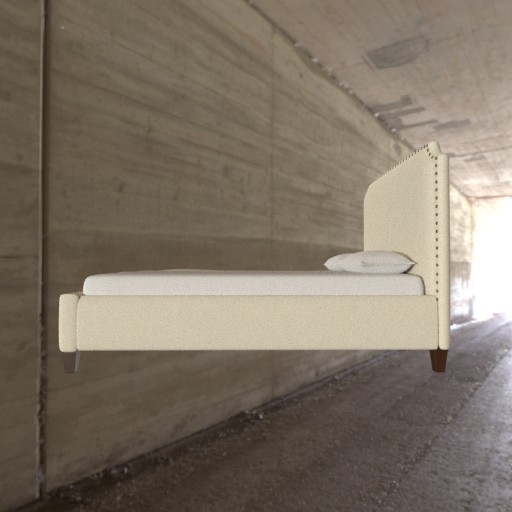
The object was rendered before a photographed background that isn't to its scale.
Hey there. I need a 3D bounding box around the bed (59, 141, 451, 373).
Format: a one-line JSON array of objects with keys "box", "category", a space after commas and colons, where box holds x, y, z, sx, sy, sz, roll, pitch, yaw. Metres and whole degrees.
[{"box": [0.000, 0.000, 3.490, 2.372, 1.443, 1.712, 0, -1, -1], "category": "bed"}]
